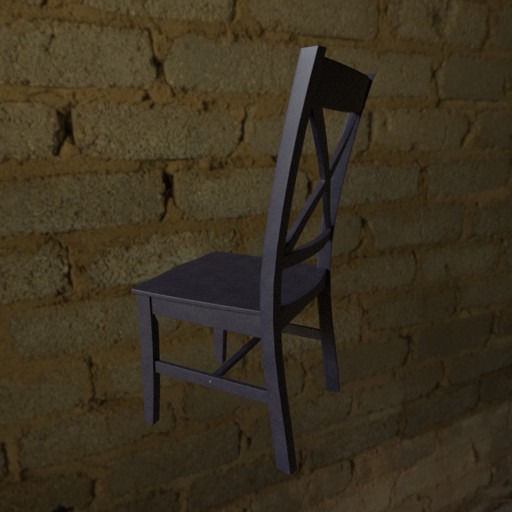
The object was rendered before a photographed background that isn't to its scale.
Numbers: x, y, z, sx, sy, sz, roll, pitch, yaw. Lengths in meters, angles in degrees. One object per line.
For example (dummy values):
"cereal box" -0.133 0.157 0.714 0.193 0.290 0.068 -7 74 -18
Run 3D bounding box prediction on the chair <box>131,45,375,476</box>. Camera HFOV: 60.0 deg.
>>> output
"chair" 0.000 0.000 1.257 0.542 0.983 0.485 8 17 25
